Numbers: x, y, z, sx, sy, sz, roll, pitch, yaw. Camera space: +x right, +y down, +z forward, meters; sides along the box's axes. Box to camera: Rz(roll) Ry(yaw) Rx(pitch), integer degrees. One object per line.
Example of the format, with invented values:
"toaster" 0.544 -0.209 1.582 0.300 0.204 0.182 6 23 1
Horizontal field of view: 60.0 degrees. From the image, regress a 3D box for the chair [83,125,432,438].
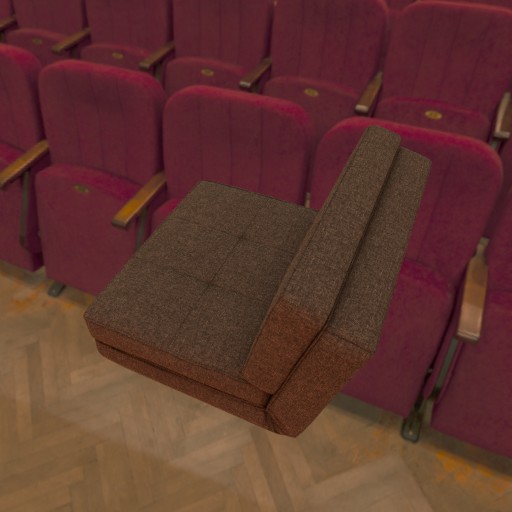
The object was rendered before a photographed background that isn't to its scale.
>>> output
"chair" 0.000 0.000 1.332 0.800 0.615 0.740 18 49 16
